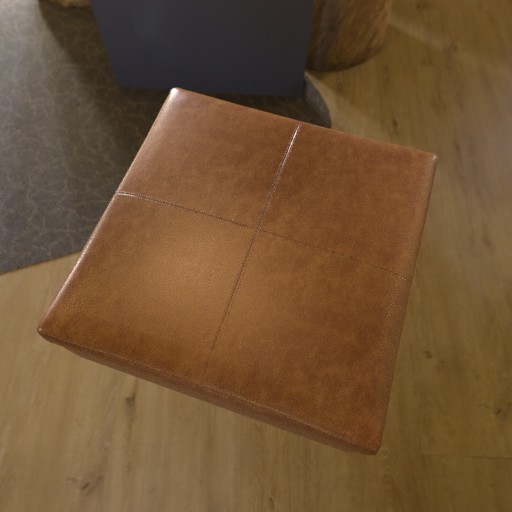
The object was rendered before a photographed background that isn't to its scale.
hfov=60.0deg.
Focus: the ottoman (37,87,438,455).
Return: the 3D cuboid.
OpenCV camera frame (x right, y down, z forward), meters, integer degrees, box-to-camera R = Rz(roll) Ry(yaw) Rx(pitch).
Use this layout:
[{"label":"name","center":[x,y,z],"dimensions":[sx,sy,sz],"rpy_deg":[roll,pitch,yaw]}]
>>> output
[{"label":"ottoman","center":[0.000,0.000,1.777],"dimensions":[1.169,0.483,1.168],"rpy_deg":[17,66,8]}]
